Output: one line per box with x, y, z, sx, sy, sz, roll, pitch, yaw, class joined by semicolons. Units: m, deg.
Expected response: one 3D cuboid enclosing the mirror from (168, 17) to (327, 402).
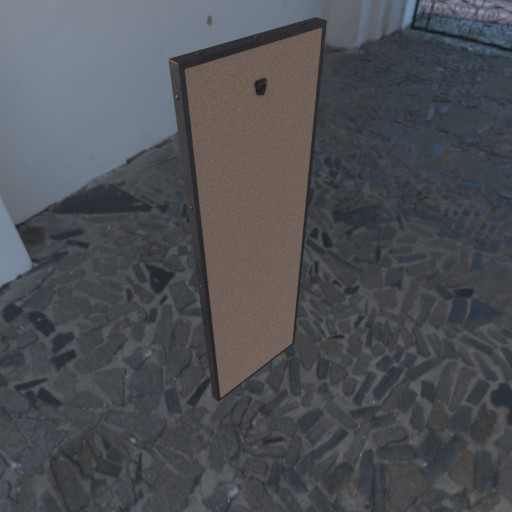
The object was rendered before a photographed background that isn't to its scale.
0.000;0.000;1.163;0.354;1.080;0.042;-31;52;-29;mirror
